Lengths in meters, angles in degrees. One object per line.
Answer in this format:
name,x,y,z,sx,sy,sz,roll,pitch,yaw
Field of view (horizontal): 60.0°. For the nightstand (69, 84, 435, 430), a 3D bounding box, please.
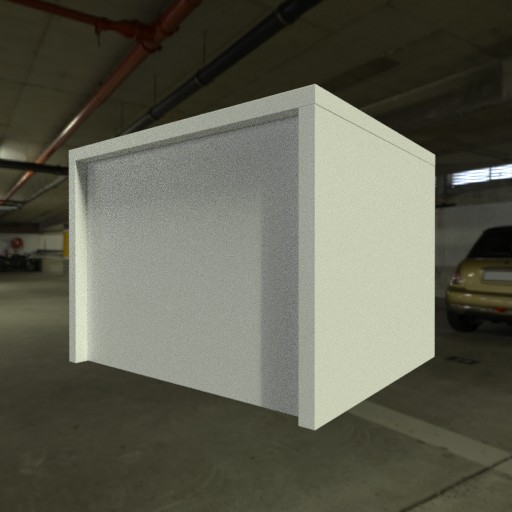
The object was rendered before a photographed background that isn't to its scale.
nightstand,0.000,0.000,0.753,0.470,0.351,0.408,0,0,38
